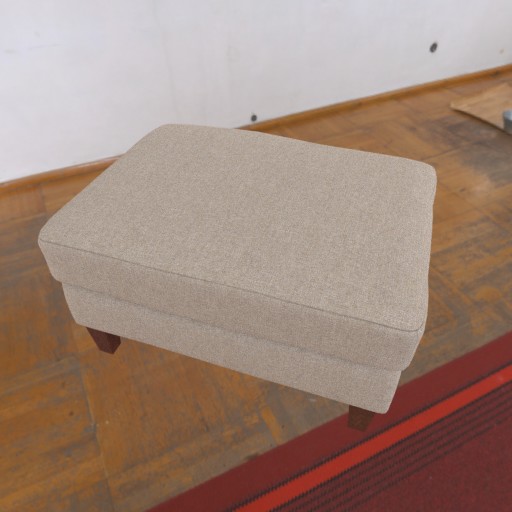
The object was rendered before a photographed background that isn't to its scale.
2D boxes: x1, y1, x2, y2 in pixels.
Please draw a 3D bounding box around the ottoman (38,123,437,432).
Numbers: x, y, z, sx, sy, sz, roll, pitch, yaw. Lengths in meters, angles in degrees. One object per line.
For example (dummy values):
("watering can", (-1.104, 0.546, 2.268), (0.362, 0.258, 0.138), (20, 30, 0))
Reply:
("ottoman", (0.000, 0.000, 1.289), (0.898, 0.519, 0.677), (13, 43, 14))
